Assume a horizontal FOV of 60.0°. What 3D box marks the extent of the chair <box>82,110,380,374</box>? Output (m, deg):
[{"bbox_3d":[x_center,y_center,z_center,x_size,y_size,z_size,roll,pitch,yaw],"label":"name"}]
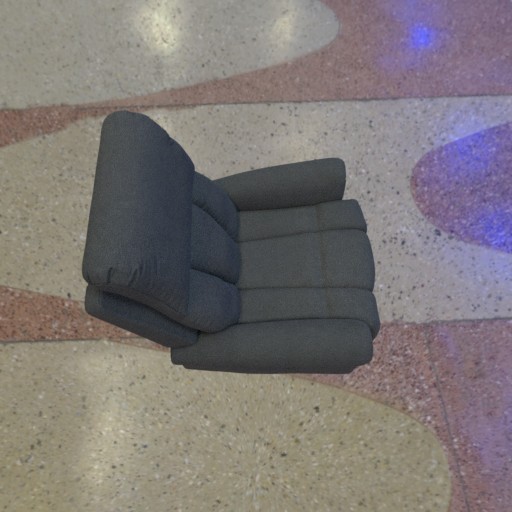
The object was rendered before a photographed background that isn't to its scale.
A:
[{"bbox_3d":[0.000,0.000,1.716,0.979,1.031,0.871,-2,64,-1],"label":"chair"}]
